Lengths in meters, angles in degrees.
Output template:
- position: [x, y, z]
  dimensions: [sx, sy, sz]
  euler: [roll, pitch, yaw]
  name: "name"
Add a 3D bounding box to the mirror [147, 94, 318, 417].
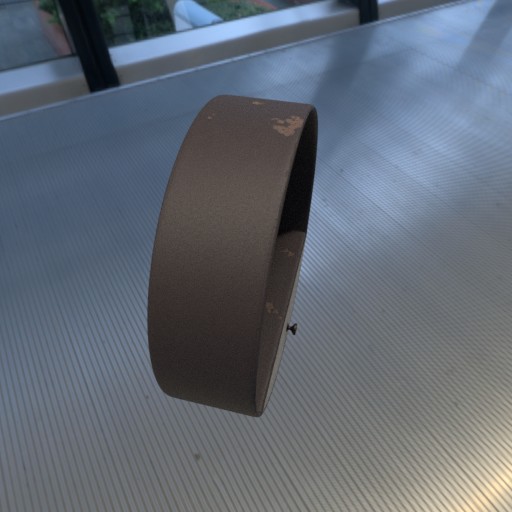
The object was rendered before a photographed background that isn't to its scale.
- position: [0.000, 0.000, 0.578]
  dimensions: [0.126, 0.386, 0.386]
  euler: [10, 46, 10]
  name: "mirror"
